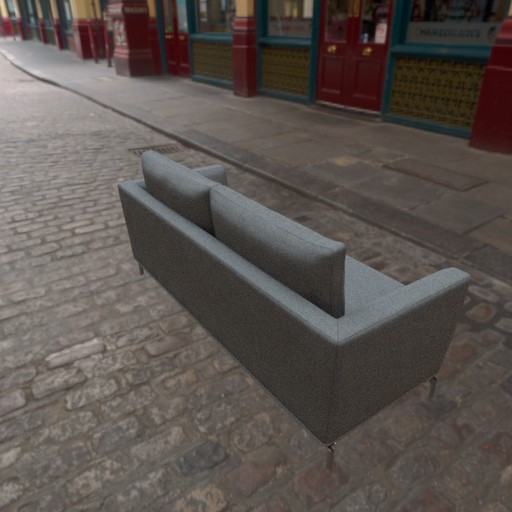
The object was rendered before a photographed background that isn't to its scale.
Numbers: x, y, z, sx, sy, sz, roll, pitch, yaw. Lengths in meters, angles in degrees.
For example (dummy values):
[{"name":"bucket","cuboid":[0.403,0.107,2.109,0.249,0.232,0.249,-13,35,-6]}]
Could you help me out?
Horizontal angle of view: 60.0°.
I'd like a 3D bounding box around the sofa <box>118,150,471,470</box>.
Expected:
[{"name":"sofa","cuboid":[0.000,0.000,2.682,0.869,1.002,2.212,-18,33,-31]}]
